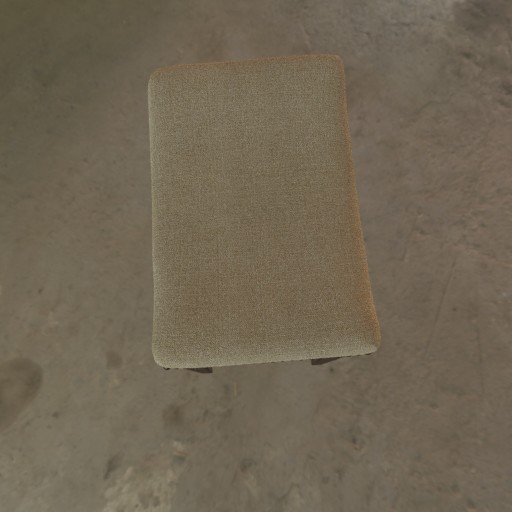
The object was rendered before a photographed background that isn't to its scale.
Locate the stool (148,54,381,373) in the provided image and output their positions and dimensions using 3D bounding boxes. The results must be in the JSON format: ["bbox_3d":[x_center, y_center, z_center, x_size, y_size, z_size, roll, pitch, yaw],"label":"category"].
[{"bbox_3d":[0.000,0.000,1.033,0.363,0.768,0.509,-4,75,-1],"label":"stool"}]
